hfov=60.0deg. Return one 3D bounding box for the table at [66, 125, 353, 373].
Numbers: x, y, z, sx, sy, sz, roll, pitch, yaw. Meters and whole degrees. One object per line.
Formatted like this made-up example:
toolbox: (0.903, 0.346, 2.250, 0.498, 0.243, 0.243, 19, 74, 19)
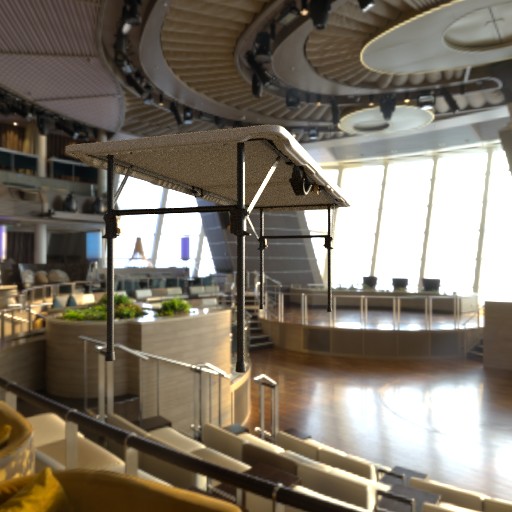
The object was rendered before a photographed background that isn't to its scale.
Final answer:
table: (0.000, 0.000, 2.207, 0.761, 0.719, 1.829, 0, -1, 19)
